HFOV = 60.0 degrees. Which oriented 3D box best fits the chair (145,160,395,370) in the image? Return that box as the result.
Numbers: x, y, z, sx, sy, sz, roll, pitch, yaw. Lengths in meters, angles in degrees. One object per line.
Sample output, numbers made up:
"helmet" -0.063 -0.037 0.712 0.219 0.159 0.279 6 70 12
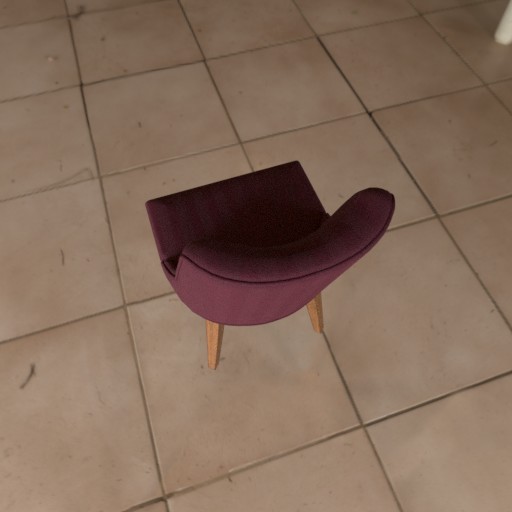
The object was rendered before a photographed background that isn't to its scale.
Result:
"chair" 0.000 0.000 1.318 0.548 0.916 0.638 -17 61 -10
